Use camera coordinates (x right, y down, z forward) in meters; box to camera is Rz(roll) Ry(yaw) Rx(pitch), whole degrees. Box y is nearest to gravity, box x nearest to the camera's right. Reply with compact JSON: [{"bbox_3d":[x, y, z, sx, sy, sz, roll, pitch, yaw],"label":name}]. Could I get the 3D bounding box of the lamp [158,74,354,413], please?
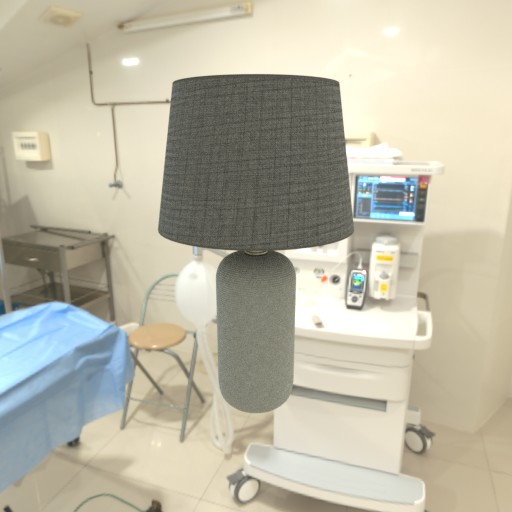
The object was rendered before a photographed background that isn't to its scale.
[{"bbox_3d":[0.000,0.000,0.592,0.251,0.429,0.251,0,16,0],"label":"lamp"}]
